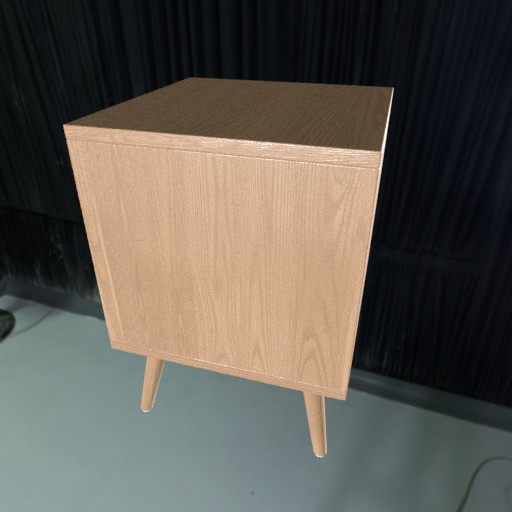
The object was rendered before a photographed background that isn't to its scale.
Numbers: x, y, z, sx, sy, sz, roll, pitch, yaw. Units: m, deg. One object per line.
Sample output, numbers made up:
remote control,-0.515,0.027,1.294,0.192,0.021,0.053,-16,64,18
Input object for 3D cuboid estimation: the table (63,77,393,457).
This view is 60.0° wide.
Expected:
table,0.000,0.000,0.826,0.400,0.550,0.400,9,32,14
